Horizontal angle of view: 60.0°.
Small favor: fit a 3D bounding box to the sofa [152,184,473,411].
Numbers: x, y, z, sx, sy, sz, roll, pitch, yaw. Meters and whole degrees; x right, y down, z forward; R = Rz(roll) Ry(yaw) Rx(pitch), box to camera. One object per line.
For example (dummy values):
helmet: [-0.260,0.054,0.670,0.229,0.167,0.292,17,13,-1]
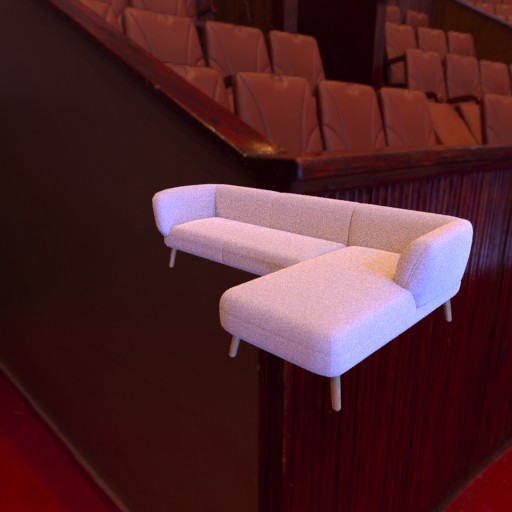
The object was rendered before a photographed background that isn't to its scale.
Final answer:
sofa: [0.000,0.000,3.314,2.660,0.730,1.610,16,23,41]
